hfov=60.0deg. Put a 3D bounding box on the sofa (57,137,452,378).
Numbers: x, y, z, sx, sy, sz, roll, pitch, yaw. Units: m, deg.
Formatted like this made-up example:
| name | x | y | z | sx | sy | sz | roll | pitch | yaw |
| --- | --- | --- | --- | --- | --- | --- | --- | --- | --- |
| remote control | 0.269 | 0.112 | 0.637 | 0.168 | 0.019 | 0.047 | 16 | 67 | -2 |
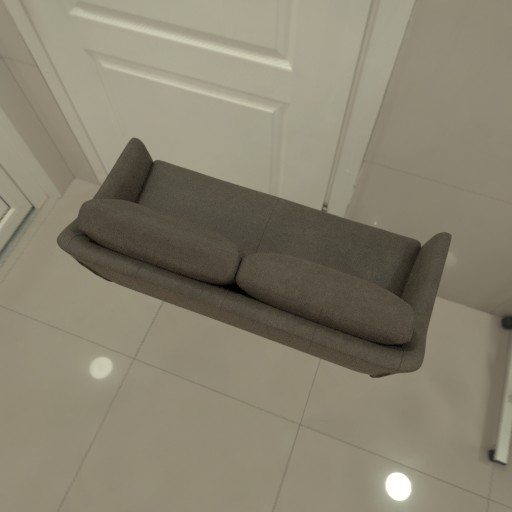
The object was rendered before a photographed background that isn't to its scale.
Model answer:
| name | x | y | z | sx | sy | sz | roll | pitch | yaw |
| --- | --- | --- | --- | --- | --- | --- | --- | --- | --- |
| sofa | 0.000 | 0.000 | 2.592 | 2.036 | 0.902 | 0.960 | 19 | 65 | 9 |
